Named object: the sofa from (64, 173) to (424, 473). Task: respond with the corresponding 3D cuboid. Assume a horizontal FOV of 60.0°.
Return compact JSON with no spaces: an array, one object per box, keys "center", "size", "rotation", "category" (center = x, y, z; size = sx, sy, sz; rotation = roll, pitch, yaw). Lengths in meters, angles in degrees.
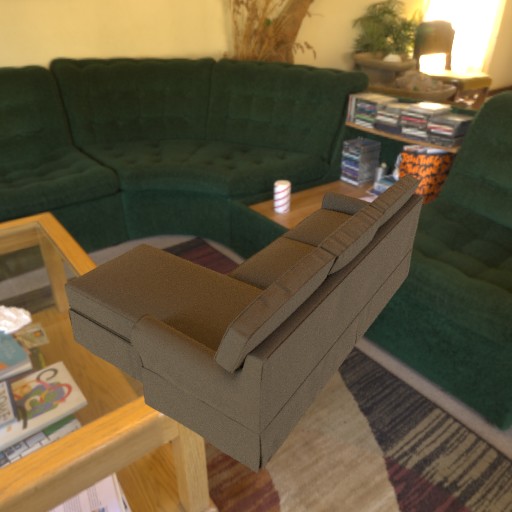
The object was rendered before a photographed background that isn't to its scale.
[{"center":[0.000,0.000,3.378],"size":[1.733,0.978,2.475],"rotation":[19,35,30],"category":"sofa"}]
